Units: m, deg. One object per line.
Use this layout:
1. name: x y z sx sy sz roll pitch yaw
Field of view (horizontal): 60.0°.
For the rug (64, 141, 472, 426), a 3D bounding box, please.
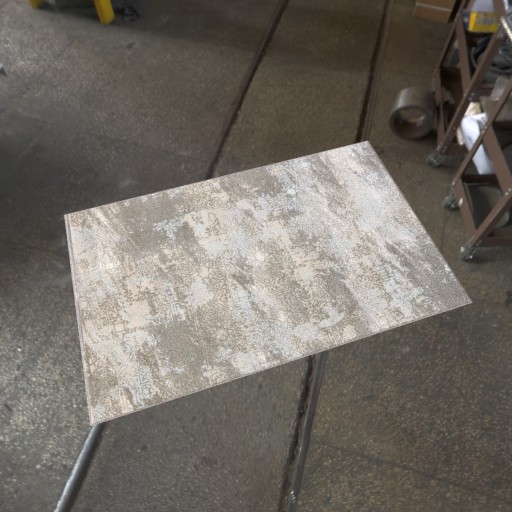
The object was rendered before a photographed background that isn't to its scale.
1. rug: 0.000 0.000 3.040 2.431 0.012 1.536 -16 60 -9
